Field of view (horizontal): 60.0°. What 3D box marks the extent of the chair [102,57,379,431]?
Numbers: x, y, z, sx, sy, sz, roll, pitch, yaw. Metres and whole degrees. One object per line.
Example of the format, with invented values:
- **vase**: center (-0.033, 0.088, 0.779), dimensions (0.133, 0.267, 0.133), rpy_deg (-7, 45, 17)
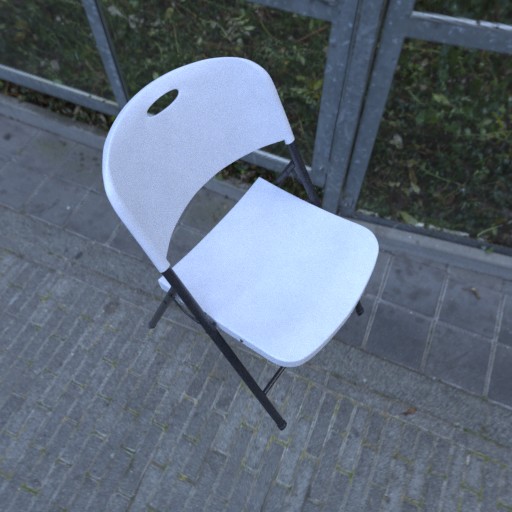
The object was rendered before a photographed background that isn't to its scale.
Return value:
- **chair**: center (0.000, 0.000, 1.163), dimensions (0.566, 0.810, 0.494), rpy_deg (33, 64, 18)
